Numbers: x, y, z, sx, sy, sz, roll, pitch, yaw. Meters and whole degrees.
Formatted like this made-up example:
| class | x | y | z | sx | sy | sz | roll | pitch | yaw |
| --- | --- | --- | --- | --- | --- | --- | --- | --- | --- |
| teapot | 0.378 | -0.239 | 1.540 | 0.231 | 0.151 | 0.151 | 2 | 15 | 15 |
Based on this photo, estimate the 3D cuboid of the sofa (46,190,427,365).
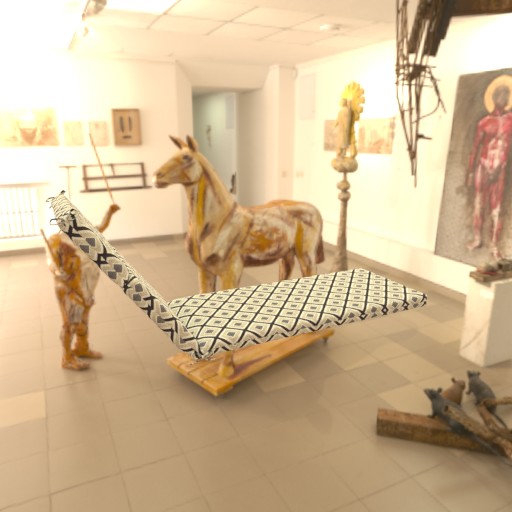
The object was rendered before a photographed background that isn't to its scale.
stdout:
| class | x | y | z | sx | sy | sz | roll | pitch | yaw |
| --- | --- | --- | --- | --- | --- | --- | --- | --- | --- |
| sofa | 0.000 | 0.000 | 2.005 | 1.663 | 0.622 | 0.582 | -8 | 17 | -25 |
